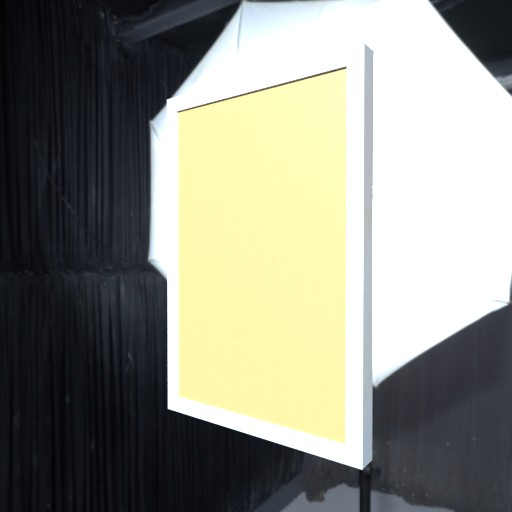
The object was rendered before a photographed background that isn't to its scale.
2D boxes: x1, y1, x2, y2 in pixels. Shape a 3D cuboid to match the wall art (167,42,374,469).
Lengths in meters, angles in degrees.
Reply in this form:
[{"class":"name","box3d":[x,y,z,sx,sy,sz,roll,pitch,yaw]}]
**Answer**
[{"class":"wall art","box3d":[0.000,0.000,0.768,0.408,0.611,0.038,1,1,37]}]
